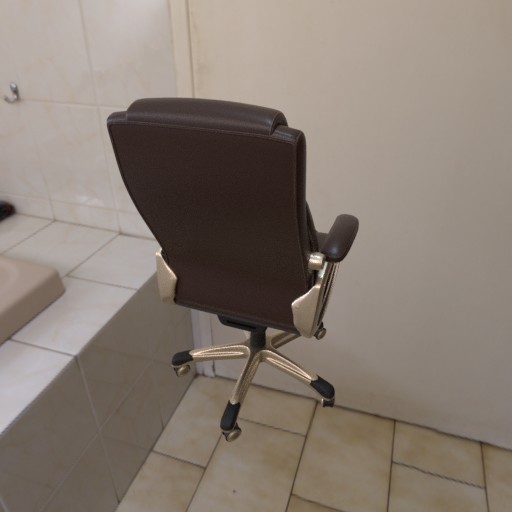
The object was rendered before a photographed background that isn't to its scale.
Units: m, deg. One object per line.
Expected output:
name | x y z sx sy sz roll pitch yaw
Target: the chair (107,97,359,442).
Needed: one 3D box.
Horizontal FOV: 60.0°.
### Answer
chair | 0.000 0.000 1.578 0.692 1.194 0.749 11 33 18
